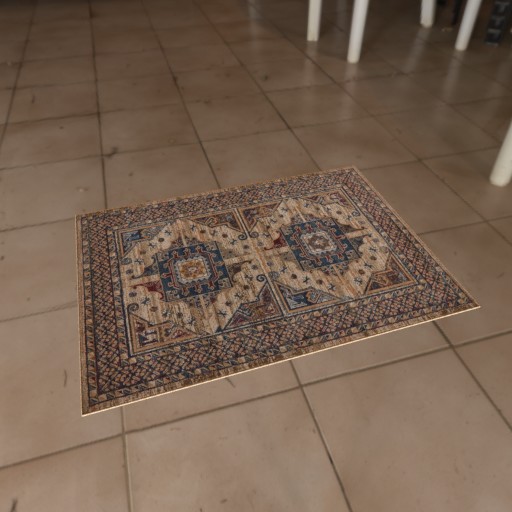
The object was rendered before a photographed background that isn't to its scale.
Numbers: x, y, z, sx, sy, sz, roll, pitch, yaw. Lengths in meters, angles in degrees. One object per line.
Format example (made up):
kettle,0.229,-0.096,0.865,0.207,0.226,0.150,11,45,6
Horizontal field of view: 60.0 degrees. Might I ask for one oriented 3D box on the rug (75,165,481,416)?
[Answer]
rug,0.000,0.000,2.886,2.227,0.008,1.611,-12,44,-13
